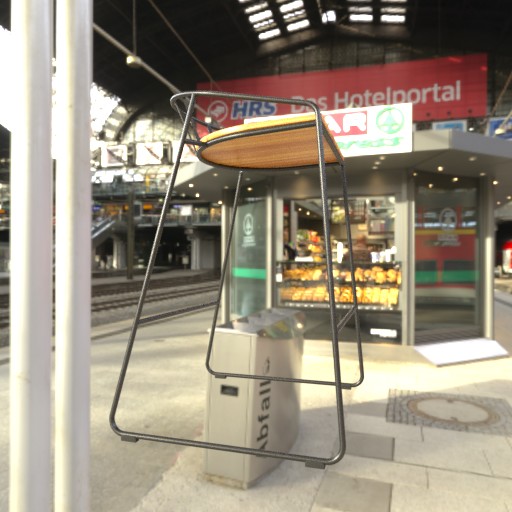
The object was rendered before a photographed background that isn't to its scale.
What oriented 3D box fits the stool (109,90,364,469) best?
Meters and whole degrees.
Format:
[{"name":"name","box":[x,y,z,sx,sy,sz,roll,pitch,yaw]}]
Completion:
[{"name":"stool","box":[0.000,0.000,1.167,0.521,0.812,0.546,0,0,17]}]
